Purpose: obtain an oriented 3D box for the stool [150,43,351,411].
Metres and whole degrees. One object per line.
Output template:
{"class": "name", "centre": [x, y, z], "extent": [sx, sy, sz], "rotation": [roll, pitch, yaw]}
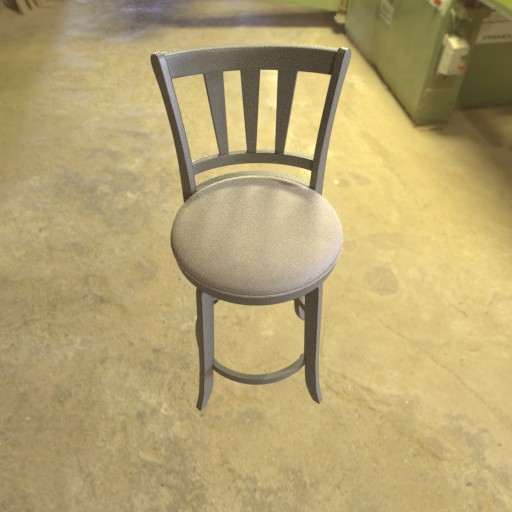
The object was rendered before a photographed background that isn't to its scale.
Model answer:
{"class": "stool", "centre": [0.000, 0.000, 1.233], "extent": [0.450, 0.994, 0.486], "rotation": [-3, 46, -2]}
